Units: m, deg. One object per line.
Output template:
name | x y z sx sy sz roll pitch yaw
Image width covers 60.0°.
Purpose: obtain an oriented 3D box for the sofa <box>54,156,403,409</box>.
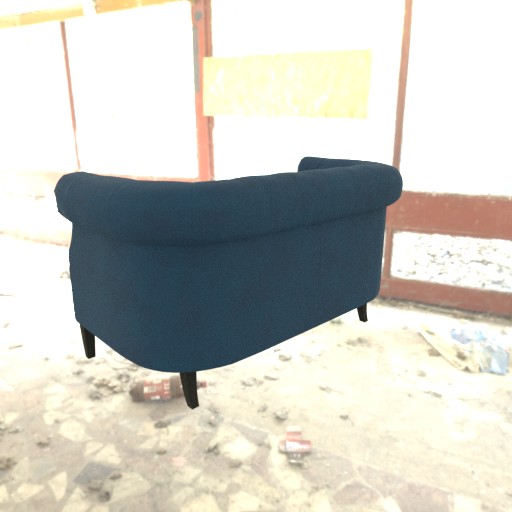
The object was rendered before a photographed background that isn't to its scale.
sofa | 0.000 0.000 2.049 1.558 0.827 0.835 -15 22 -41
